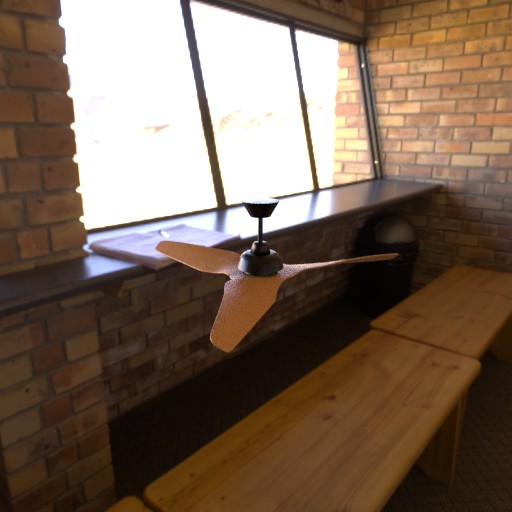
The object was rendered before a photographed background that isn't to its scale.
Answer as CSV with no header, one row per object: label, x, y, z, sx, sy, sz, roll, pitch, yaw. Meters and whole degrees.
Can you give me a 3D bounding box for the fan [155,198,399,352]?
fan,0.000,0.000,1.600,1.142,0.355,1.010,2,16,8
